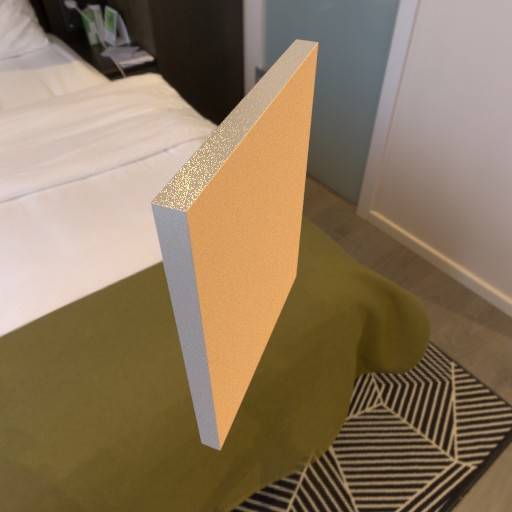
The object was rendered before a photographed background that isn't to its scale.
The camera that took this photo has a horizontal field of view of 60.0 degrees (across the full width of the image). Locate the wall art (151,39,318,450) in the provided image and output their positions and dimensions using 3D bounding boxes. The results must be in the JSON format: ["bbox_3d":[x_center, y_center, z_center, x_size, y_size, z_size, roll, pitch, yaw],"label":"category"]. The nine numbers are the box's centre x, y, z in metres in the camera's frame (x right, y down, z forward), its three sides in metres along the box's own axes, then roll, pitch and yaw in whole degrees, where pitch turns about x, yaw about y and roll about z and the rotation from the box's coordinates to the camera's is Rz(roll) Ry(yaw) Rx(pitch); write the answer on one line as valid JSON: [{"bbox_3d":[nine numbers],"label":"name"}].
[{"bbox_3d":[0.000,0.000,0.752,0.038,0.549,0.452,15,47,15],"label":"wall art"}]
